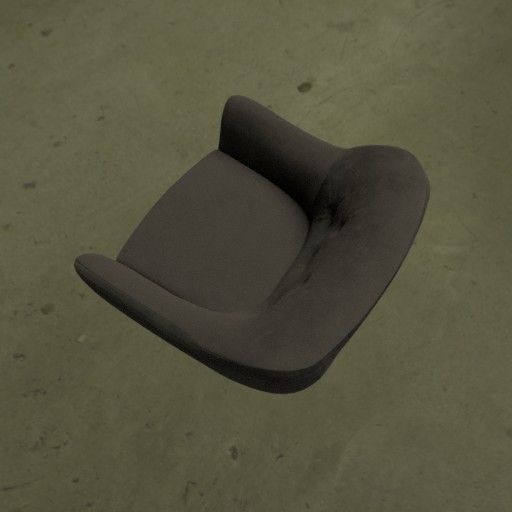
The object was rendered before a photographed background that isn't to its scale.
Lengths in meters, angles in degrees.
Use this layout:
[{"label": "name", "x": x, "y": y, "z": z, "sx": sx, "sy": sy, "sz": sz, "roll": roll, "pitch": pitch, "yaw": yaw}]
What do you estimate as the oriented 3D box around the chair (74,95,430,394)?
[{"label": "chair", "x": 0.000, "y": 0.000, "z": 1.511, "sx": 0.819, "sy": 0.807, "sz": 0.840, "roll": 32, "pitch": 68, "yaw": 14}]
